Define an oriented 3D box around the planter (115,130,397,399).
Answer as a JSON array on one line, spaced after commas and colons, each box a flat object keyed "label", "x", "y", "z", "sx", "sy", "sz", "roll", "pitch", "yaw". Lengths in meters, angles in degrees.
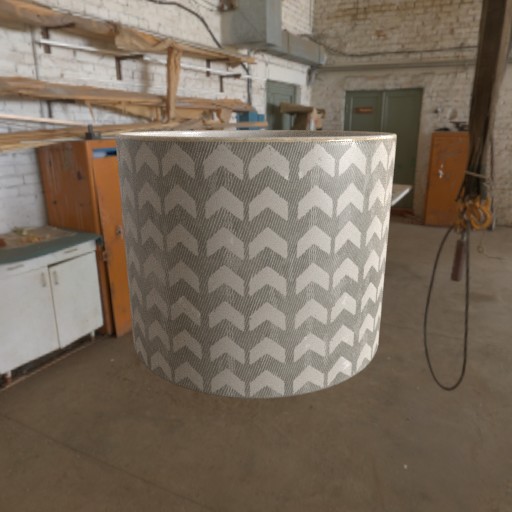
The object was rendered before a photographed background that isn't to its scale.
[{"label": "planter", "x": 0.000, "y": 0.000, "z": 0.338, "sx": 0.190, "sy": 0.181, "sz": 0.190, "roll": 0, "pitch": 17, "yaw": 0}]
